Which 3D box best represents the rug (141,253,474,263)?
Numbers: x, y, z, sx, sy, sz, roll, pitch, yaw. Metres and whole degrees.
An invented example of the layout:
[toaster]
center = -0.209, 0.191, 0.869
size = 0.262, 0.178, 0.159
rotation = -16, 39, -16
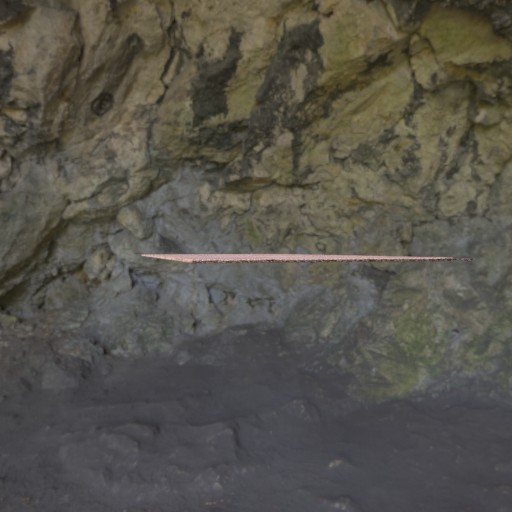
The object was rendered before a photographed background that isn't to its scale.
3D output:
[rug]
center = 0.000, 0.000, 2.035
size = 0.905, 0.017, 1.718
rotation = 0, 1, -19
